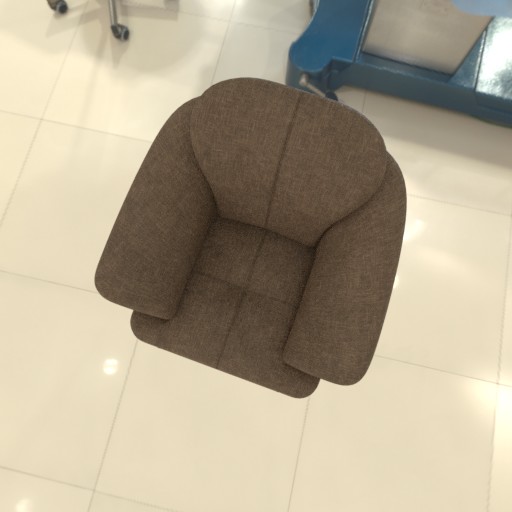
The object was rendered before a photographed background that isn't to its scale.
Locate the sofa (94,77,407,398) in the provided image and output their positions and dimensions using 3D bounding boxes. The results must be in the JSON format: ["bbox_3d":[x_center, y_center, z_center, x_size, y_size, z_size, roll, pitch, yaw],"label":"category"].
[{"bbox_3d":[0.000,0.000,1.504,0.870,0.811,0.794,19,76,5],"label":"sofa"}]
